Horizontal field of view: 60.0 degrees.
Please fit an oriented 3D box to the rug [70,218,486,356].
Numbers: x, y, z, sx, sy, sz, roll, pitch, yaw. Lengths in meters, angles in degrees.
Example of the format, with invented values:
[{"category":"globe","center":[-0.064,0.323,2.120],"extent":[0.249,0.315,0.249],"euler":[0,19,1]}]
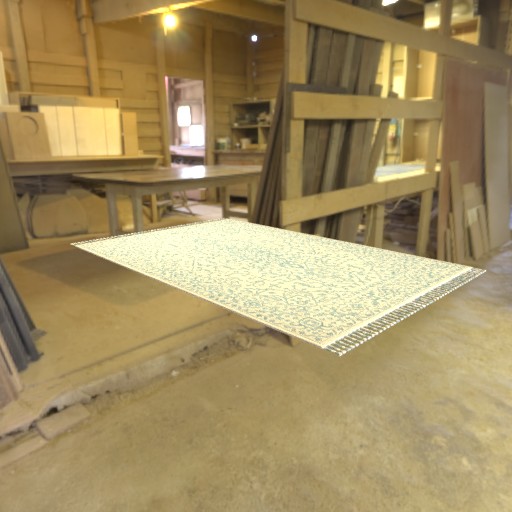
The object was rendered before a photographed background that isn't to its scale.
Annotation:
[{"category":"rug","center":[0.000,0.000,3.009],"extent":[1.524,0.010,2.438],"euler":[-15,21,-43]}]
